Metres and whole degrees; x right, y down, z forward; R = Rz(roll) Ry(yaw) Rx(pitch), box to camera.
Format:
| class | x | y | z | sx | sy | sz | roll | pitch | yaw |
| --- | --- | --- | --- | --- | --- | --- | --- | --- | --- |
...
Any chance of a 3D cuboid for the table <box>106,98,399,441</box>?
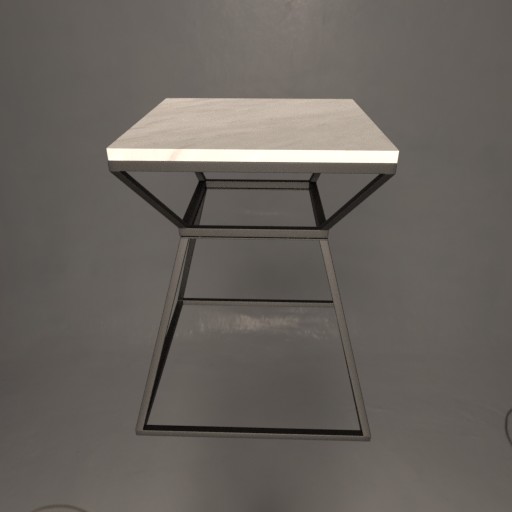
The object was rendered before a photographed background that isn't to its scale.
| class | x | y | z | sx | sy | sz | roll | pitch | yaw |
| --- | --- | --- | --- | --- | --- | --- | --- | --- | --- |
| table | 0.000 | 0.000 | 0.922 | 0.455 | 0.559 | 0.455 | 1 | 29 | 2 |
